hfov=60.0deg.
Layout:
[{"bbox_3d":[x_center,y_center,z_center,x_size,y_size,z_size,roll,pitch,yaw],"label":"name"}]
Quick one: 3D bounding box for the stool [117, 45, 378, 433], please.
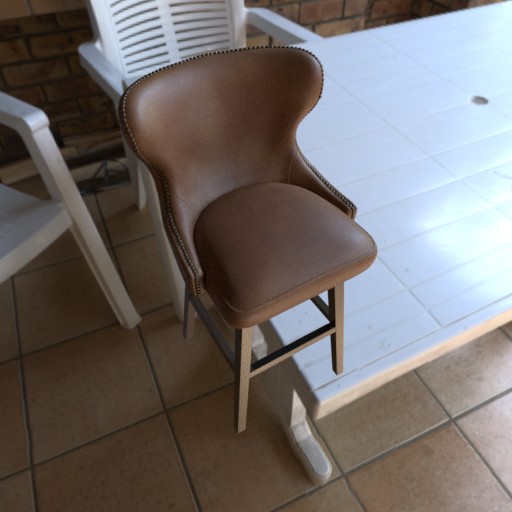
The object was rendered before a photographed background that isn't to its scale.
[{"bbox_3d":[0.000,0.000,1.427,0.591,1.087,0.606,-23,51,-21],"label":"stool"}]
